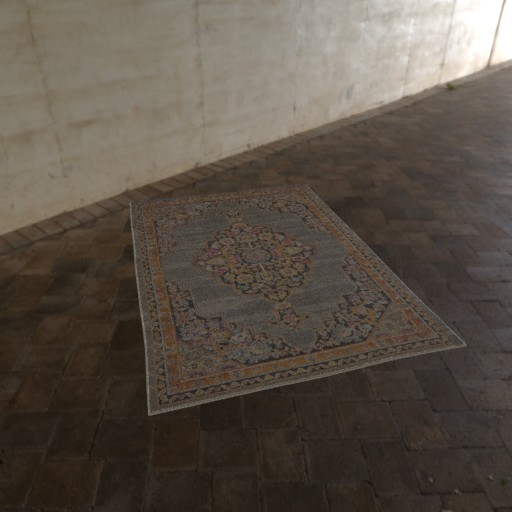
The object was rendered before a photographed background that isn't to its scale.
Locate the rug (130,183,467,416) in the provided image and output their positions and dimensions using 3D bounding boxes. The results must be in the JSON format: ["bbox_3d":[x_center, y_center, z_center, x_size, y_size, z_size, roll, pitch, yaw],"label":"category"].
[{"bbox_3d":[0.000,0.000,3.845,2.043,0.026,2.901,-8,32,-13],"label":"rug"}]
